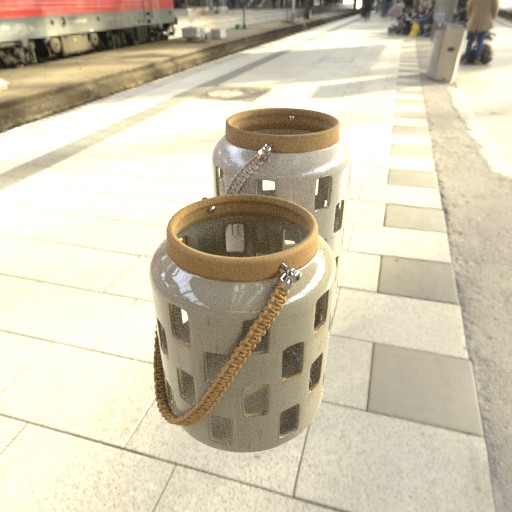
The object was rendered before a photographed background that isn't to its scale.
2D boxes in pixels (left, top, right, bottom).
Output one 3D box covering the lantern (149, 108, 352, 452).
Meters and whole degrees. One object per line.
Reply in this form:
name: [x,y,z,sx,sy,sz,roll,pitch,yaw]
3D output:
lantern: [0.000,0.000,0.491,0.184,0.255,0.347,7,31,12]
